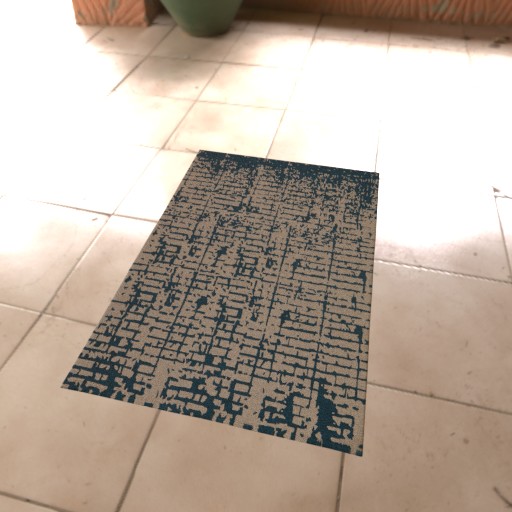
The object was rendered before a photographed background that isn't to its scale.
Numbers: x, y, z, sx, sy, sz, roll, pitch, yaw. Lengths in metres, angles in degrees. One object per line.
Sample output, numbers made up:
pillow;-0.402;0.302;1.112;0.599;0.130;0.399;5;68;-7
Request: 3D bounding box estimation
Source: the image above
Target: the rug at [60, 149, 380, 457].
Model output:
rug;0.000;0.000;2.337;1.220;0.007;1.828;9;46;9
